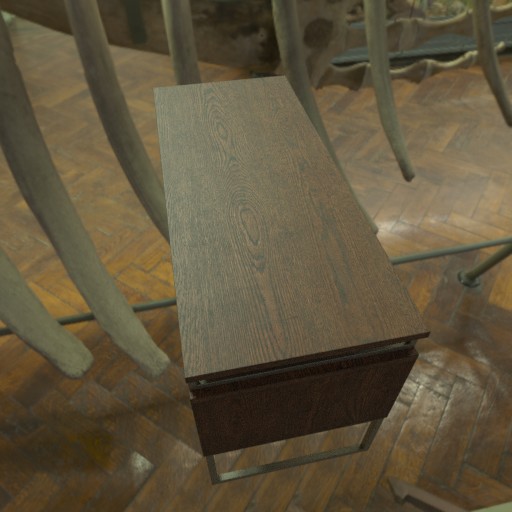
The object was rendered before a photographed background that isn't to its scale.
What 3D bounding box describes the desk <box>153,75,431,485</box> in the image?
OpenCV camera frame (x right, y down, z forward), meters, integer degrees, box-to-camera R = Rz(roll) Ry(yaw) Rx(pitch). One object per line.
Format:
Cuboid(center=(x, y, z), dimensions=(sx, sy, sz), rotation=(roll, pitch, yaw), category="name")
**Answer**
Cuboid(center=(0.000, 0.000, 1.763), dimensions=(0.610, 0.792, 1.384), rotation=(-9, 47, -8), category="desk")
